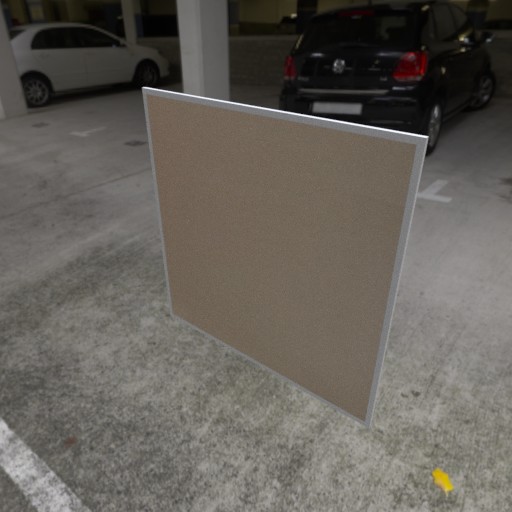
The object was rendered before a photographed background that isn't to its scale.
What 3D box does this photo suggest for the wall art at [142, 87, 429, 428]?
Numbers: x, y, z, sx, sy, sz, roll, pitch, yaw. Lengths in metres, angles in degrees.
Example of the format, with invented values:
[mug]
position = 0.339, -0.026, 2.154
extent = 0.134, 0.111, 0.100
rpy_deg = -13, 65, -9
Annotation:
[wall art]
position = 0.000, 0.000, 0.700
extent = 0.456, 0.456, 0.007
rpy_deg = 22, 37, 32
